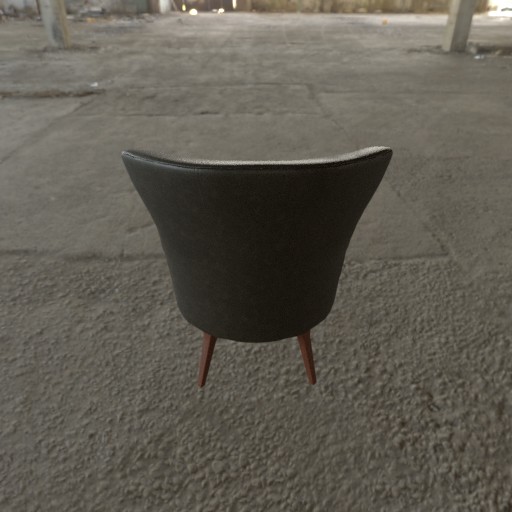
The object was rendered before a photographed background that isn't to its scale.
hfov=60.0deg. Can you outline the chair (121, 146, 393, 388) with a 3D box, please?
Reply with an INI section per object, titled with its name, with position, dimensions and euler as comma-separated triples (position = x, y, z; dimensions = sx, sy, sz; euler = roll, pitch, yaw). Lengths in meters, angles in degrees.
[chair]
position = 0.000, 0.000, 1.746
dimensions = 0.819, 1.068, 0.954
euler = -1, 31, -2
